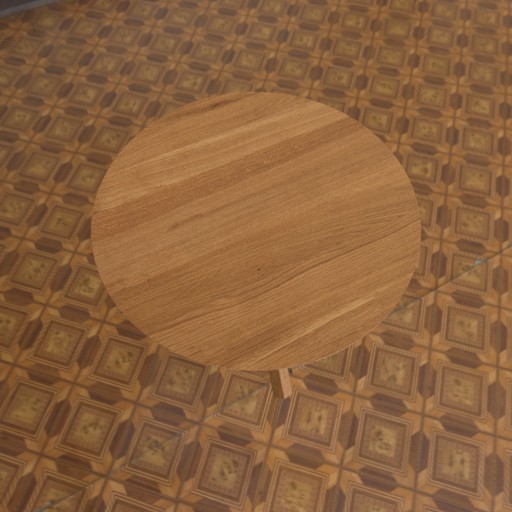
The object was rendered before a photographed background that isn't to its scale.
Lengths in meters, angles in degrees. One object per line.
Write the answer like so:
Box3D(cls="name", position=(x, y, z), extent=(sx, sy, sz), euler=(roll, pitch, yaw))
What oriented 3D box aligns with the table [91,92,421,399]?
Box3D(cls="table", position=(0.000, 0.000, 1.707), extent=(1.038, 0.666, 1.038), euler=(0, 62, 0))
